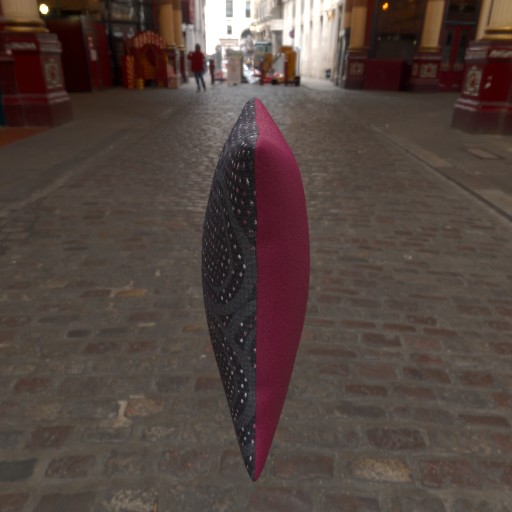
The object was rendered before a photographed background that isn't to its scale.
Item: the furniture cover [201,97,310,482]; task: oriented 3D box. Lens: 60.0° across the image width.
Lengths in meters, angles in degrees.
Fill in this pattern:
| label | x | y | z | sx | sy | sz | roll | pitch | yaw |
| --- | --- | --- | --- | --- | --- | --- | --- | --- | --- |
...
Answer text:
| label | x | y | z | sx | sy | sz | roll | pitch | yaw |
| --- | --- | --- | --- | --- | --- | --- | --- | --- | --- |
| furniture cover | 0.000 | 0.000 | 0.817 | 0.193 | 0.509 | 0.552 | 0 | 25 | 0 |
